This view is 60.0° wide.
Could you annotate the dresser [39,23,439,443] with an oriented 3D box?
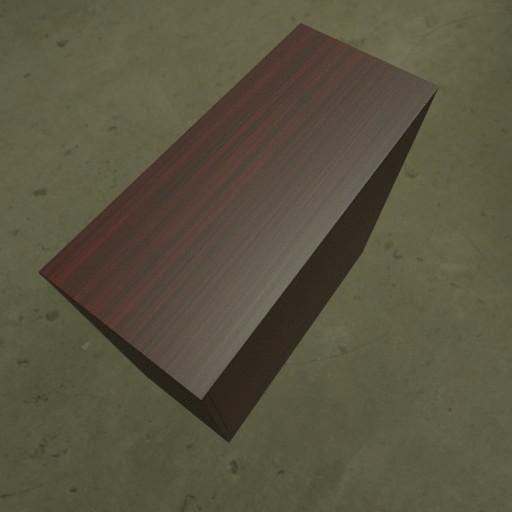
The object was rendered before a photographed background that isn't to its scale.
[{"bbox_3d":[0.000,0.000,1.117,0.360,0.720,0.750,33,68,16],"label":"dresser"}]
